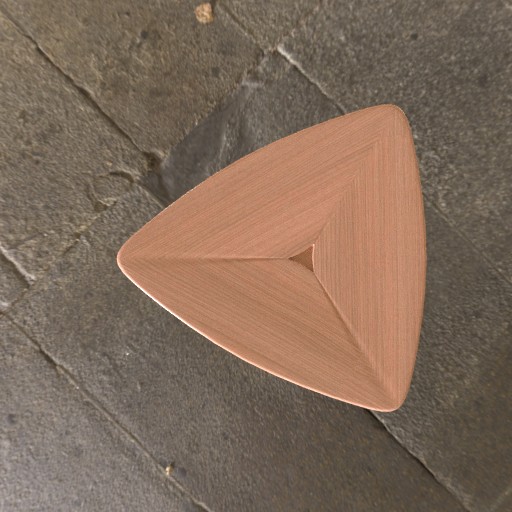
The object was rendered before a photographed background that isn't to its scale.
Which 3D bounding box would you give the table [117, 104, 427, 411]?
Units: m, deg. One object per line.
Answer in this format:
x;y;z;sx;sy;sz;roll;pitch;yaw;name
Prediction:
0.000;0.000;0.892;0.455;0.564;0.442;0;91;-2;table
